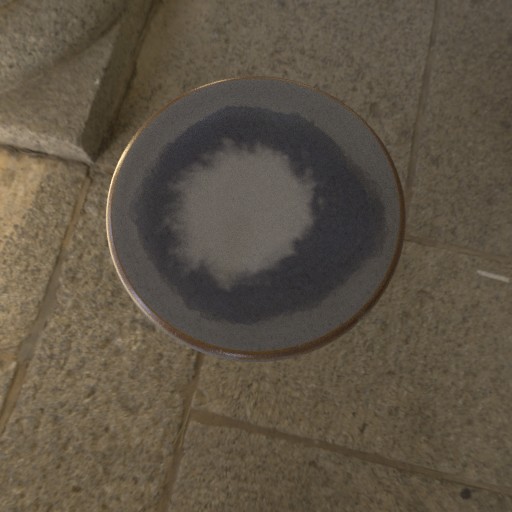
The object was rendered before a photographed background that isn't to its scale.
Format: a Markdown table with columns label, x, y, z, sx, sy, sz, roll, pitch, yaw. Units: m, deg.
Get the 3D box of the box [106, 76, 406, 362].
| label | x | y | z | sx | sy | sz | roll | pitch | yaw |
| --- | --- | --- | --- | --- | --- | --- | --- | --- | --- |
| box | 0.000 | 0.000 | 0.252 | 0.118 | 0.168 | 0.118 | 0 | 76 | 0 |
